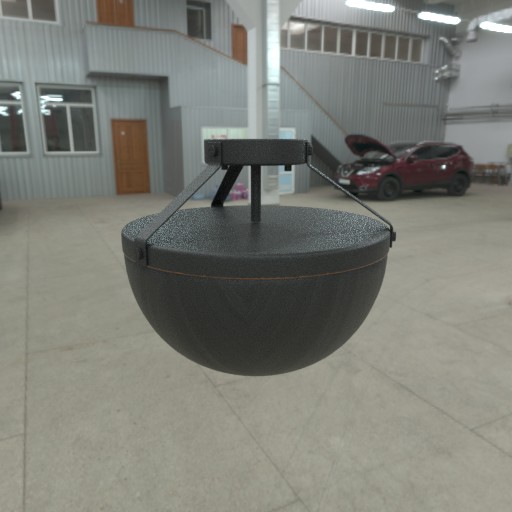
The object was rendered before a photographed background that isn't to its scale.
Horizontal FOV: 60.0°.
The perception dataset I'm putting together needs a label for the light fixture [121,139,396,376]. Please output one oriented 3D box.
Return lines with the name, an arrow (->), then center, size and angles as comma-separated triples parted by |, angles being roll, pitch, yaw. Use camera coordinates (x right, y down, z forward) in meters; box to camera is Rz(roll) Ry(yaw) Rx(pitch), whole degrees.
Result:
light fixture -> 0.000, 0.000, 0.529 | 0.304, 0.269, 0.304 | 0, 14, 0
